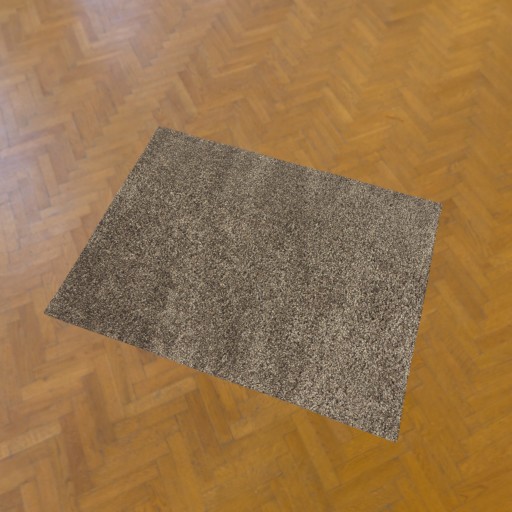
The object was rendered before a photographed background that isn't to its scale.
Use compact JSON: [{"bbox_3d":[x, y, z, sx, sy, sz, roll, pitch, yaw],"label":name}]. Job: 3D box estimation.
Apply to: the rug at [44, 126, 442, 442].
[{"bbox_3d":[0.000,0.000,2.135,1.601,0.025,1.198,17,63,9],"label":"rug"}]
